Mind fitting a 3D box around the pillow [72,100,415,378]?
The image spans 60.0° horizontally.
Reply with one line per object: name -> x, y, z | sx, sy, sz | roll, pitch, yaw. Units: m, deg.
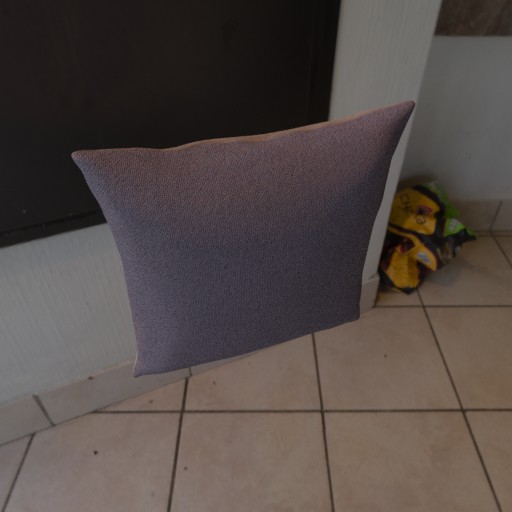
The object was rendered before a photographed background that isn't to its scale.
pillow -> 0.000, 0.000, 0.691 | 0.452, 0.439, 0.204 | -12, 42, -14
